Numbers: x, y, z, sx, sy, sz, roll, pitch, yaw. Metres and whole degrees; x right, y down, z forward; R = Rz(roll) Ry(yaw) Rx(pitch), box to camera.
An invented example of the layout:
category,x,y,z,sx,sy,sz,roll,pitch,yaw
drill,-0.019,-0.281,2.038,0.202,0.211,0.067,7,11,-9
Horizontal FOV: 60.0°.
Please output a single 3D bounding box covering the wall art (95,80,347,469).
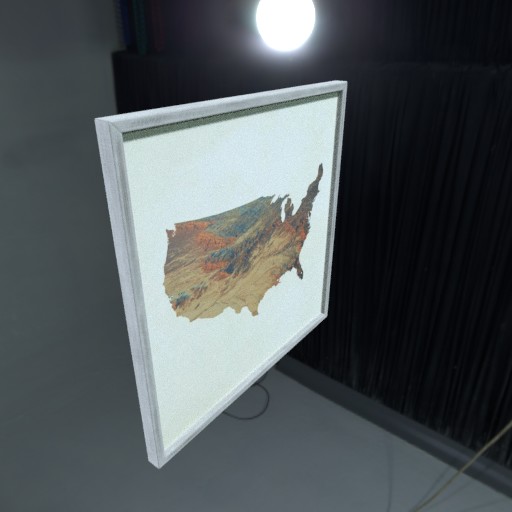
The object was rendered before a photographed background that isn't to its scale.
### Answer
category,x,y,z,sx,sy,sz,roll,pitch,yaw
wall art,0.000,0.000,0.440,0.015,0.303,0.303,19,32,33
